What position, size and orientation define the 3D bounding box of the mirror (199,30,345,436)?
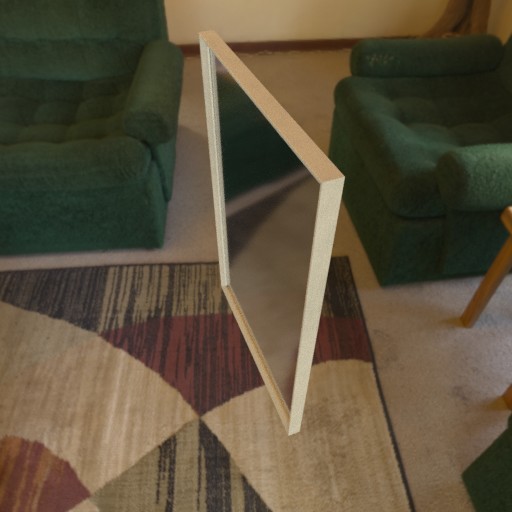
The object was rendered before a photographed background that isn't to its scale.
[{"bbox_3d":[0.000,0.000,1.161,0.041,0.915,0.609,-16,49,-15],"label":"mirror"}]
